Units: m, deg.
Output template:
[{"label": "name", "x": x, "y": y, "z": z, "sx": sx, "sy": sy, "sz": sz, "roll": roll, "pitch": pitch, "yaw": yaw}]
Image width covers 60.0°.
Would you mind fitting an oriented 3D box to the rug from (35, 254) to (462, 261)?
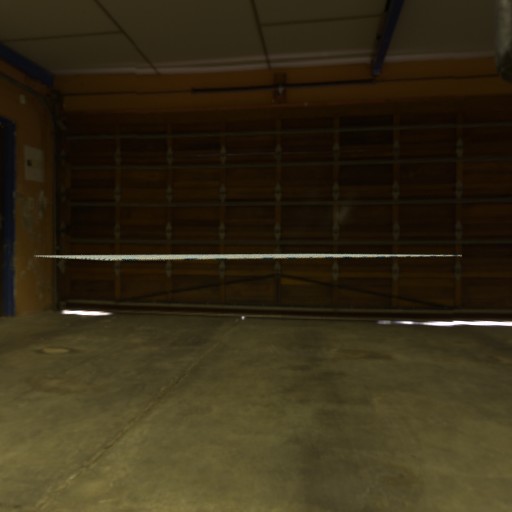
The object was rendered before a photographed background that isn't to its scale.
[{"label": "rug", "x": 0.000, "y": 0.000, "z": 2.975, "sx": 2.439, "sy": 0.008, "sz": 1.531, "roll": 0, "pitch": 1, "yaw": -36}]
